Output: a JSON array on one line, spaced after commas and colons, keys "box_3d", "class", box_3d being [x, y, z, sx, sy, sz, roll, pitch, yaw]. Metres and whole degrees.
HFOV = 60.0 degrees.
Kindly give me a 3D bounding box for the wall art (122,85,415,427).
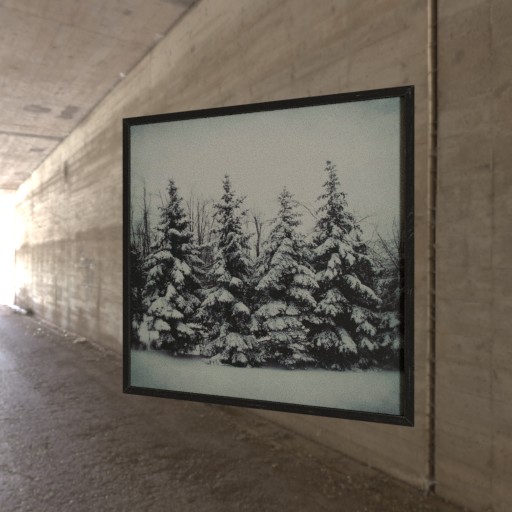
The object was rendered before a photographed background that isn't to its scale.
[{"box_3d": [0.000, 0.000, 0.752, 0.506, 0.506, 0.036, 0, 0, 19], "class": "wall art"}]
